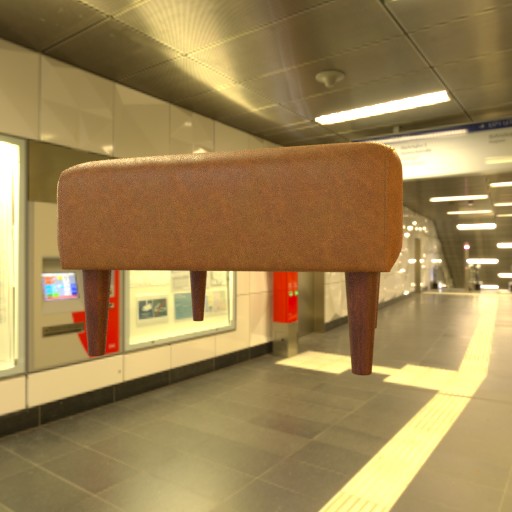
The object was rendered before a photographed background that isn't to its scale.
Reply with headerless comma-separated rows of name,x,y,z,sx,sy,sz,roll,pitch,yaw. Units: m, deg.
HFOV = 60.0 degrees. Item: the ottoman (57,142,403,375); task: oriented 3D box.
ottoman,0.000,0.000,1.062,0.650,0.399,0.650,0,0,16
